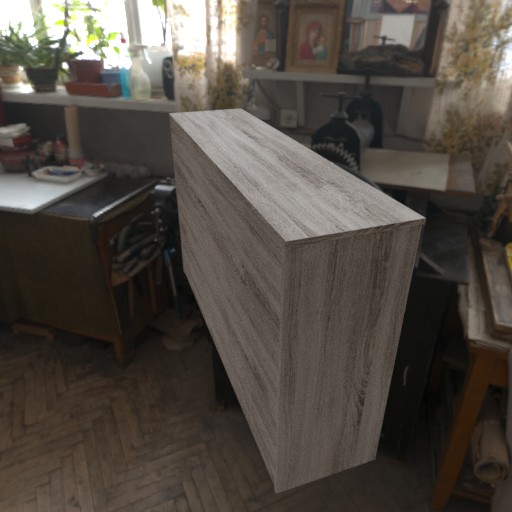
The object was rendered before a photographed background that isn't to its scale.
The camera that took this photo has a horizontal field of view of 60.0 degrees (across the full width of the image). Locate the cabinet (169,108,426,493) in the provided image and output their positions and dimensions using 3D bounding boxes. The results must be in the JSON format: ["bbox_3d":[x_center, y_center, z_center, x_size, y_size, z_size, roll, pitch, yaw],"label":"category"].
[{"bbox_3d":[0.000,0.000,1.833,0.380,0.900,1.450,-10,31,-17],"label":"cabinet"}]
